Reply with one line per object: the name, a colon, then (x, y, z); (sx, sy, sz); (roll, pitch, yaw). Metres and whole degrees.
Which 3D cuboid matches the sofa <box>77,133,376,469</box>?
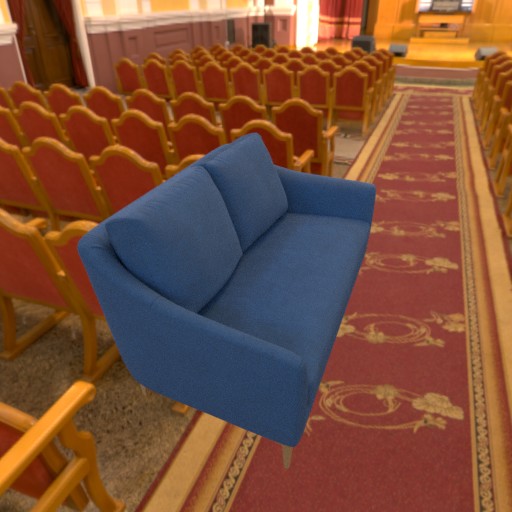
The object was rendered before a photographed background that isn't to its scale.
sofa: (0.000, 0.000, 2.229); (0.960, 0.902, 1.619); (11, 32, 18)
